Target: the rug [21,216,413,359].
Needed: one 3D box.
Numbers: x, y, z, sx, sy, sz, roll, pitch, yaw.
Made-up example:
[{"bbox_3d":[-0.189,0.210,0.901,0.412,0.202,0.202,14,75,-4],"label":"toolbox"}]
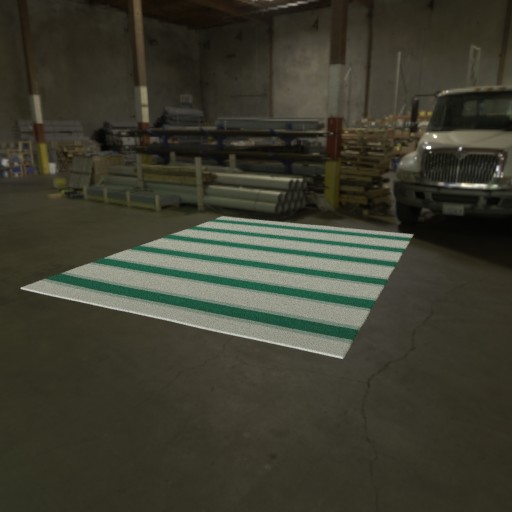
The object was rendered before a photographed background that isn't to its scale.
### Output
[{"bbox_3d":[0.000,0.000,4.097,2.434,0.019,3.041,7,18,24],"label":"rug"}]
